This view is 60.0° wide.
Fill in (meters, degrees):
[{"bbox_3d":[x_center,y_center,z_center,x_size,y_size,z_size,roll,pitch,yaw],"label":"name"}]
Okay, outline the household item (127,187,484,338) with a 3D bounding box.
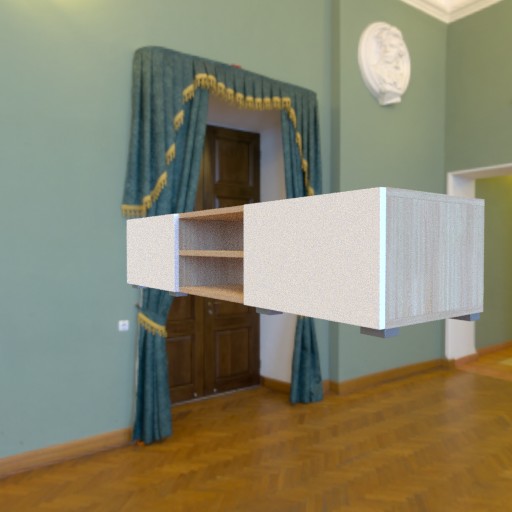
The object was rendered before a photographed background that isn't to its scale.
[{"bbox_3d":[0.000,0.000,1.577,0.420,0.310,1.400,-1,2,-37],"label":"household item"}]
